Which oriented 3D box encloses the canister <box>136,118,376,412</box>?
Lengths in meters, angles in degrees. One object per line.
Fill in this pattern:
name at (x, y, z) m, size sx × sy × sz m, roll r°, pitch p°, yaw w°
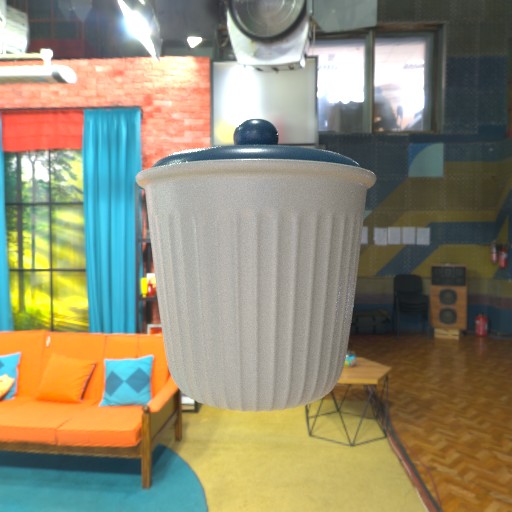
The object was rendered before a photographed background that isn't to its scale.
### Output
canister at (0.000, 0.000, 0.347) m, size 0.181 × 0.211 × 0.181 m, roll 0°, pitch 2°, yaw 0°
